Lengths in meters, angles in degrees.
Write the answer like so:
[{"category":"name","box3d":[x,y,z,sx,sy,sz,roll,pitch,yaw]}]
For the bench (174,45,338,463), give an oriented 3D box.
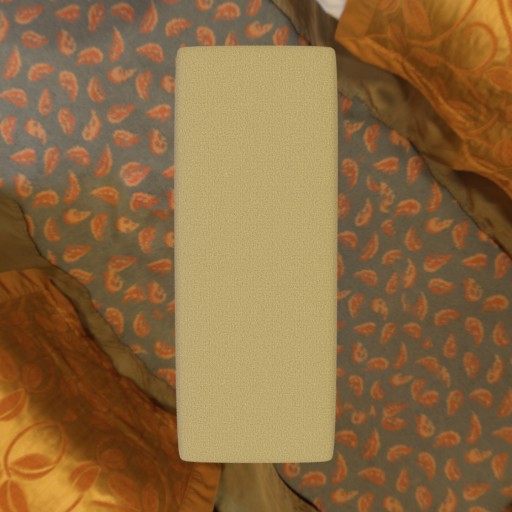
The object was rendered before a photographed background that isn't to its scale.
[{"category":"bench","box3d":[0.000,0.000,1.872,0.646,0.393,1.609,0,92,0]}]
